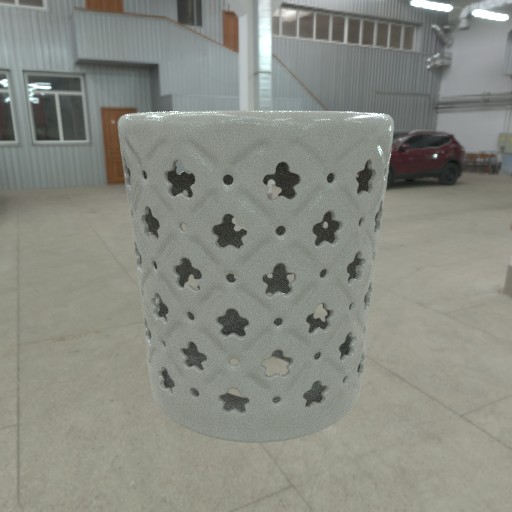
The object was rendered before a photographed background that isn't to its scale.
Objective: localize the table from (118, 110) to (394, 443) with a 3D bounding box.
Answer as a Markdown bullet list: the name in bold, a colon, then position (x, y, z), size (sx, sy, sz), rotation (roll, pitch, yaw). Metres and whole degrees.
- **table**: position (0.000, 0.000, 0.633), size (0.352, 0.387, 0.352), rotation (0, 16, 0)
